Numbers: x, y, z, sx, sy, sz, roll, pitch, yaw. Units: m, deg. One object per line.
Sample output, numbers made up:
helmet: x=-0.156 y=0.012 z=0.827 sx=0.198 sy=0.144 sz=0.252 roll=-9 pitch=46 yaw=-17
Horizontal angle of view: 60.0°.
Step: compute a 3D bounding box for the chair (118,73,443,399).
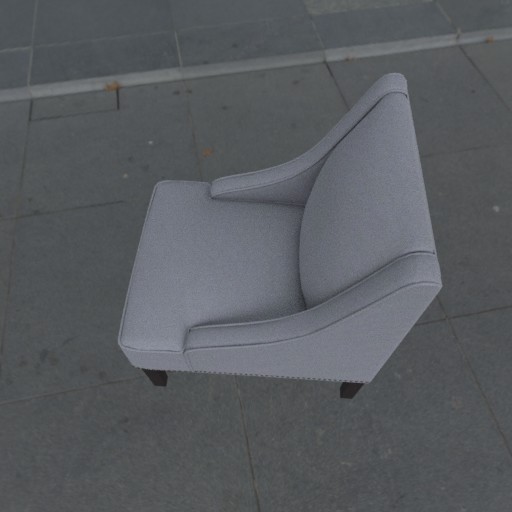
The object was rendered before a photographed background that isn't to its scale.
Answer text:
chair: x=0.000 y=0.000 z=1.346 sx=0.747 sy=0.867 sz=0.631 roll=3 pitch=58 yaw=2
